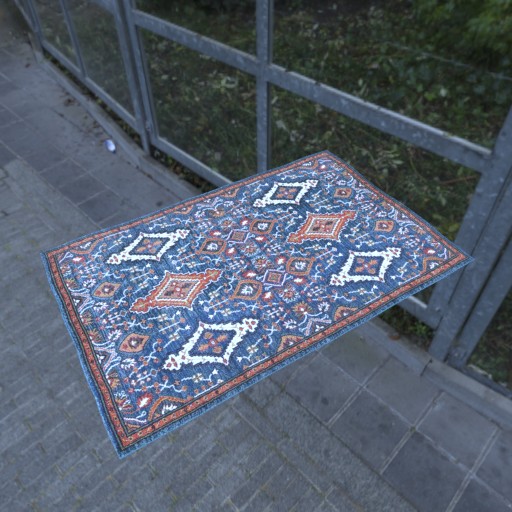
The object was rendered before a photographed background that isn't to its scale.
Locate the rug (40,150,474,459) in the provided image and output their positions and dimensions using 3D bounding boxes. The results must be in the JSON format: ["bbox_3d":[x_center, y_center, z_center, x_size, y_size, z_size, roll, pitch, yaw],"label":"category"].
[{"bbox_3d":[0.000,0.000,2.218,1.847,0.014,1.195,-24,50,-22],"label":"rug"}]
